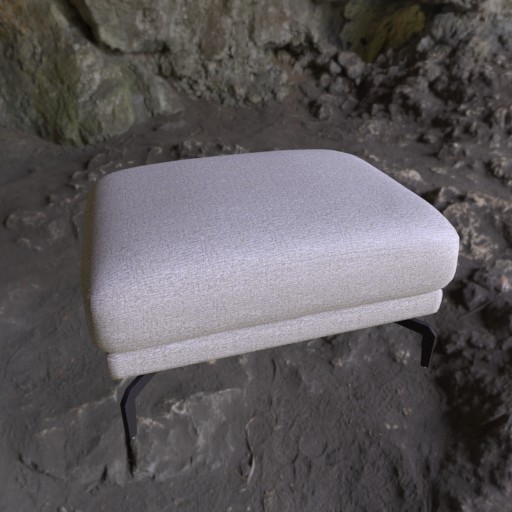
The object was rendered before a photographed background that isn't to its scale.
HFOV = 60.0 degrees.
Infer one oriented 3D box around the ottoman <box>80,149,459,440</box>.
[{"bbox_3d":[0.000,0.000,1.093,0.772,0.420,0.568,-9,32,-14],"label":"ottoman"}]
